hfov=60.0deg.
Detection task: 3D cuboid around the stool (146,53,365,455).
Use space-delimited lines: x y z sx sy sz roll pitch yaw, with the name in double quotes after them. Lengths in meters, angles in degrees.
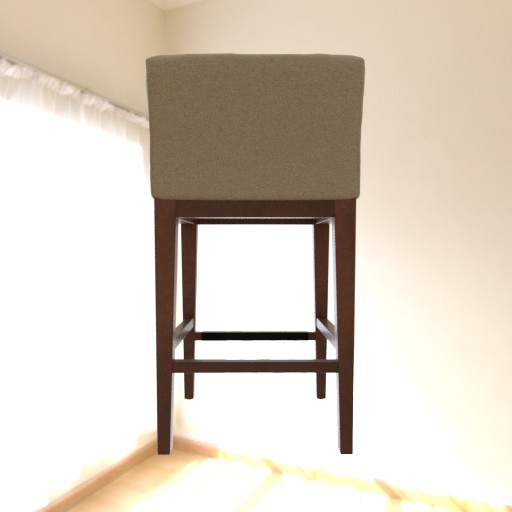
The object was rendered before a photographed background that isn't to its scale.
0.000 0.000 1.238 0.511 0.937 0.500 0 0 0 "stool"
